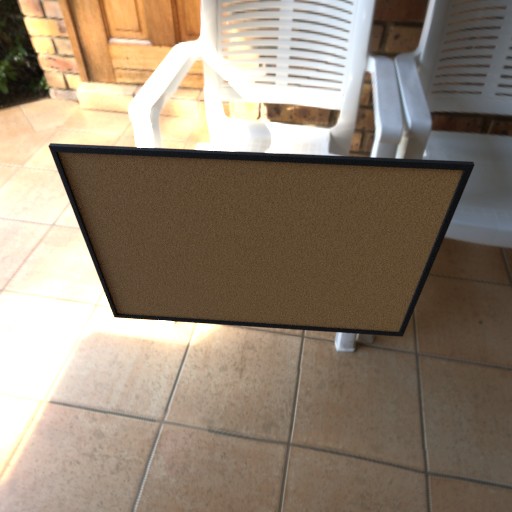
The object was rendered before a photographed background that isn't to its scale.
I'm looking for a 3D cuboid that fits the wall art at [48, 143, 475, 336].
[{"bbox_3d":[0.000,0.000,1.242,0.963,0.665,0.013,3,46,3],"label":"wall art"}]
